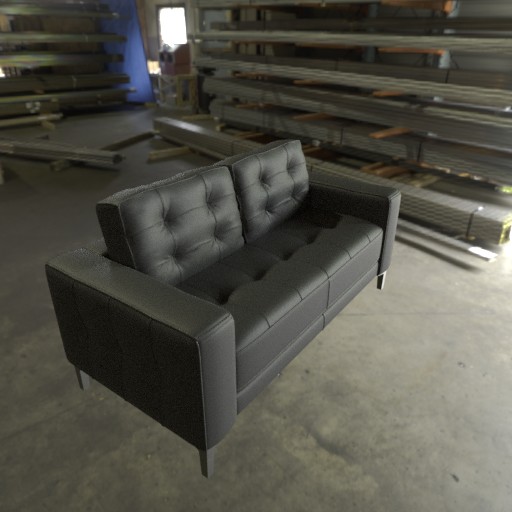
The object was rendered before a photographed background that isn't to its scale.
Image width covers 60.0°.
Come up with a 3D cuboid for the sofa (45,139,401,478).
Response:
[{"bbox_3d":[0.000,0.000,2.188,0.833,0.893,1.726,18,32,32],"label":"sofa"}]
